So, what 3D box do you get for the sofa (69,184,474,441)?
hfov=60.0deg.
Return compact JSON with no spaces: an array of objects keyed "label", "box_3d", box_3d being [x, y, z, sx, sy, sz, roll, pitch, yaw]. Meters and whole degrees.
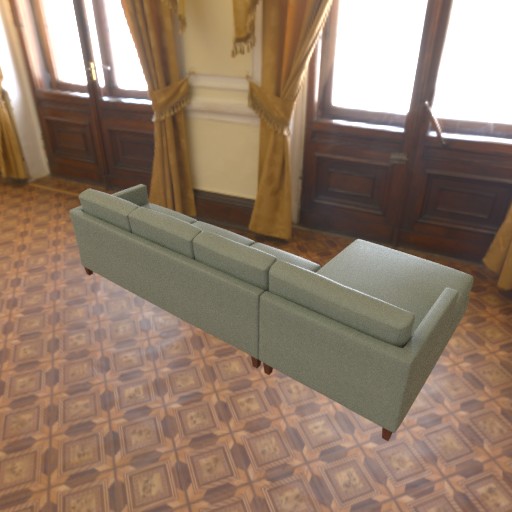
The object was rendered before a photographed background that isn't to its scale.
[{"label":"sofa","box_3d":[0.000,0.000,4.102,3.470,0.953,1.600,21,36,32]}]
